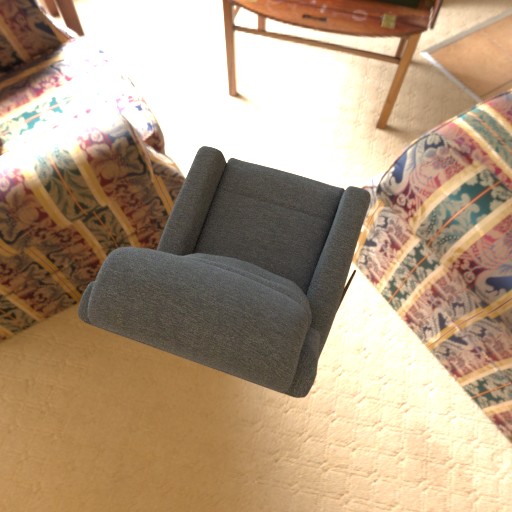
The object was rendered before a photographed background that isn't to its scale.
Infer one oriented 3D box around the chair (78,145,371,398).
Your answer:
[{"bbox_3d":[0.000,0.000,1.705,0.798,1.013,1.043,17,64,9],"label":"chair"}]
